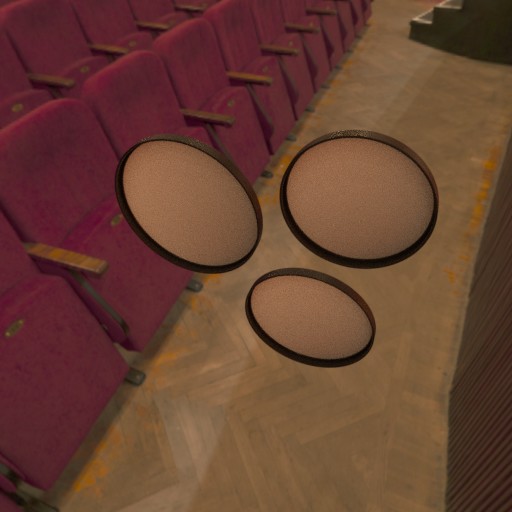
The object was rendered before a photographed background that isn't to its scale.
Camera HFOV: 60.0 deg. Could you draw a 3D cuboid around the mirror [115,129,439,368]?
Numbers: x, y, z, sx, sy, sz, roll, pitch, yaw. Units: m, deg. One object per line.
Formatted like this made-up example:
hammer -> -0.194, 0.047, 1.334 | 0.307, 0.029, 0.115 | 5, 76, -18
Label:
mirror -> 0.000, 0.000, 3.172 | 2.160, 2.096, 0.076 | 14, 44, 15
